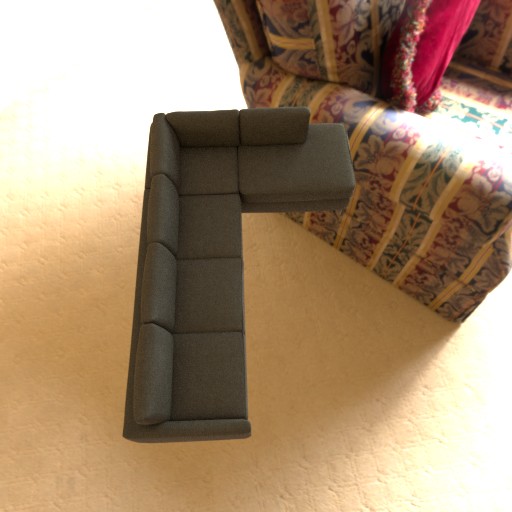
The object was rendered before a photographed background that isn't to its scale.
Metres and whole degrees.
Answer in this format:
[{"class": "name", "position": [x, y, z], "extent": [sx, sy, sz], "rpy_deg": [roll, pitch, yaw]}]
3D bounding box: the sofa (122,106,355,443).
[{"class": "sofa", "position": [0.000, 0.000, 3.917], "extent": [1.984, 0.858, 2.972], "rpy_deg": [-2, 63, -1]}]
